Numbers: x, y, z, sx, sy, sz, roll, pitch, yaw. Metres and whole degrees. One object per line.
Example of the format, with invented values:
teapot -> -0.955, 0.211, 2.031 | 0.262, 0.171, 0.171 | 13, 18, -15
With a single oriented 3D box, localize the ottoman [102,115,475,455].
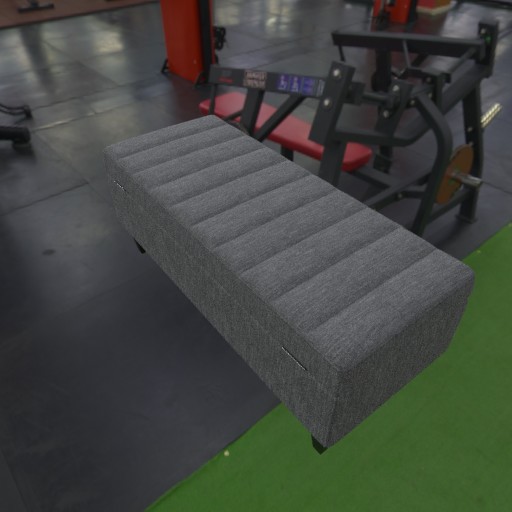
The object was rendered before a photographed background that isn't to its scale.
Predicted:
ottoman -> 0.000, 0.000, 1.419 | 0.482, 0.469, 1.151 | -27, 48, -27
